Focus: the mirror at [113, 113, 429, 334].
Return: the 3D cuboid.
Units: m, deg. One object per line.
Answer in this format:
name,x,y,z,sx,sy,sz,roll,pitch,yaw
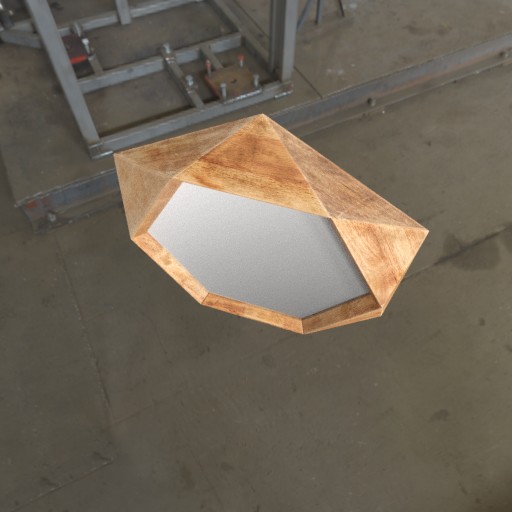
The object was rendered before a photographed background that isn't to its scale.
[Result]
mirror,0.000,0.000,1.052,0.675,0.779,0.091,15,59,9
